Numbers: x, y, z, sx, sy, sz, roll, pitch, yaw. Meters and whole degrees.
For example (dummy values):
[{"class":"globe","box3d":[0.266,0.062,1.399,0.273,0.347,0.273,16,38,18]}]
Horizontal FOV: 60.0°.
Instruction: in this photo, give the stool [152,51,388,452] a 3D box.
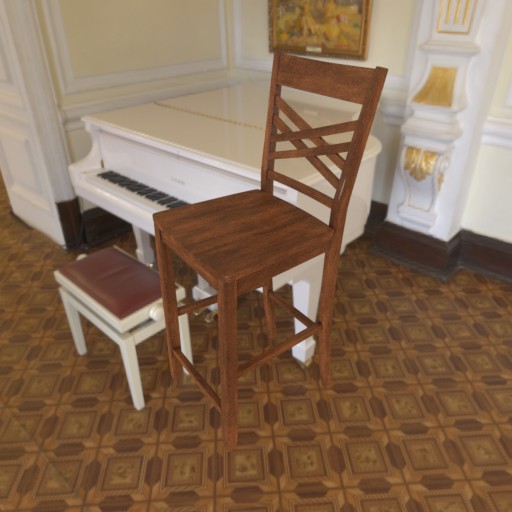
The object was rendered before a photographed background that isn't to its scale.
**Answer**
[{"class":"stool","box3d":[0.000,0.000,1.373,0.504,1.098,0.426,-20,36,-30]}]
